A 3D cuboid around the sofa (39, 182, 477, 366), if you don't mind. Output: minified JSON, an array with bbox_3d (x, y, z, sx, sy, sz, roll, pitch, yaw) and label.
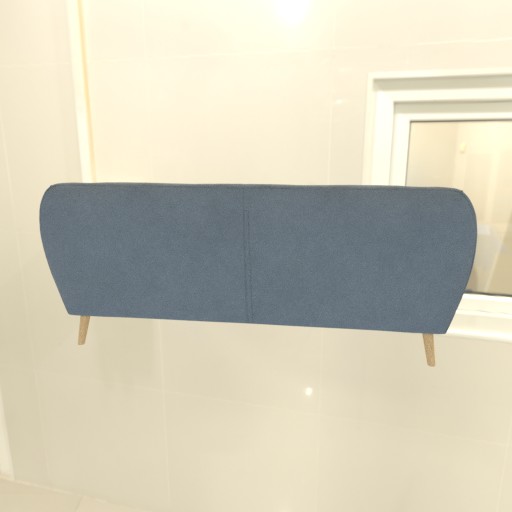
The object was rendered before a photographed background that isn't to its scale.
[{"bbox_3d":[0.000,0.000,2.390,1.975,0.832,0.841,2,14,7],"label":"sofa"}]
